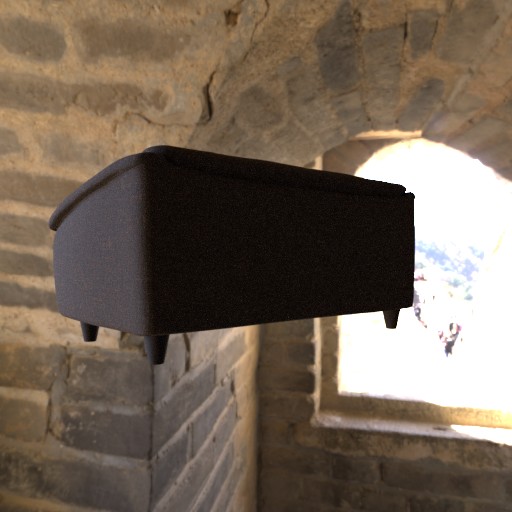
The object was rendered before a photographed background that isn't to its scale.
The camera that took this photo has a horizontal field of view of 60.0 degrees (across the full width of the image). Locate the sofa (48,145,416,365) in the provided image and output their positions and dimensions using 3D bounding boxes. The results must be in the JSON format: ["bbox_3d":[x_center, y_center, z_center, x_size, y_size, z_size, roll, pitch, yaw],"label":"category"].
[{"bbox_3d":[0.000,0.000,2.278,1.849,0.790,0.887,0,-1,-36],"label":"sofa"}]
